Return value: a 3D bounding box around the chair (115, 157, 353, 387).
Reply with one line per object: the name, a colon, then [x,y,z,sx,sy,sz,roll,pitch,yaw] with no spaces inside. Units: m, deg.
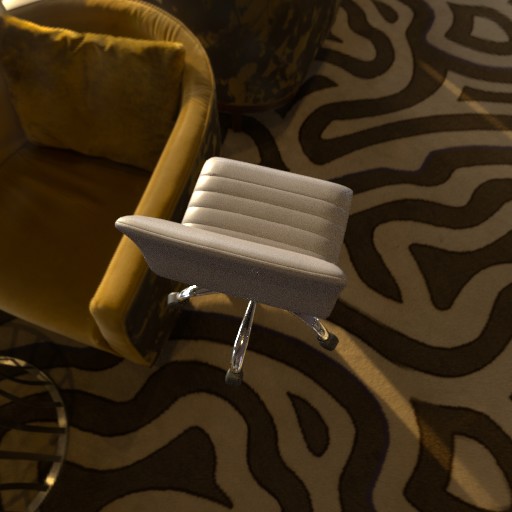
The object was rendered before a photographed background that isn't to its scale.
chair: [0.000,0.000,1.129,0.569,0.750,0.542,14,65,7]
